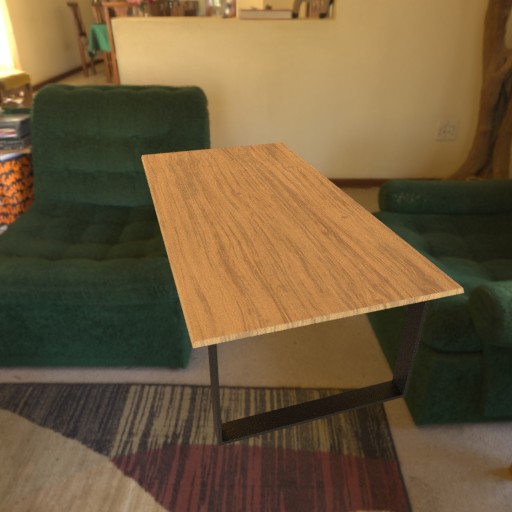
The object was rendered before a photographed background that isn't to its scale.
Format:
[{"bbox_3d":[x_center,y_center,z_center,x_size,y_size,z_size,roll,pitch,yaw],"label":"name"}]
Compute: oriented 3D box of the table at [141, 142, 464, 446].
[{"bbox_3d":[0.000,0.000,1.689,0.693,0.445,1.331,-9,32,-15],"label":"table"}]
